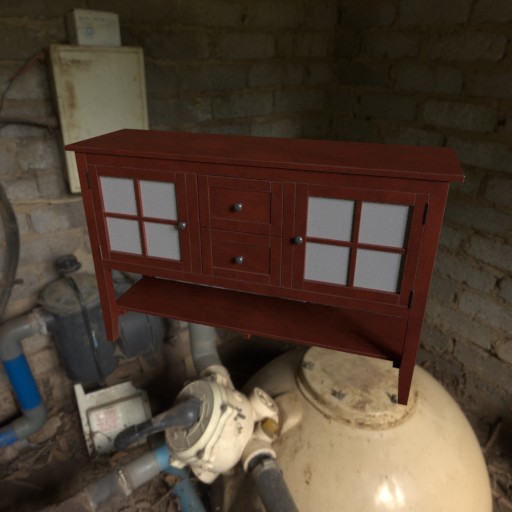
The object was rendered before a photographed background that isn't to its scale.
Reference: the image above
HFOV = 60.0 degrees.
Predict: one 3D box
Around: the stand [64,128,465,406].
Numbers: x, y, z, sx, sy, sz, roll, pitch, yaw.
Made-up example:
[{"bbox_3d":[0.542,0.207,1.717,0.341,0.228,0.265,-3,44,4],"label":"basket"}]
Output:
[{"bbox_3d":[0.000,0.000,1.790,1.362,0.872,0.410,8,26,16],"label":"stand"}]
